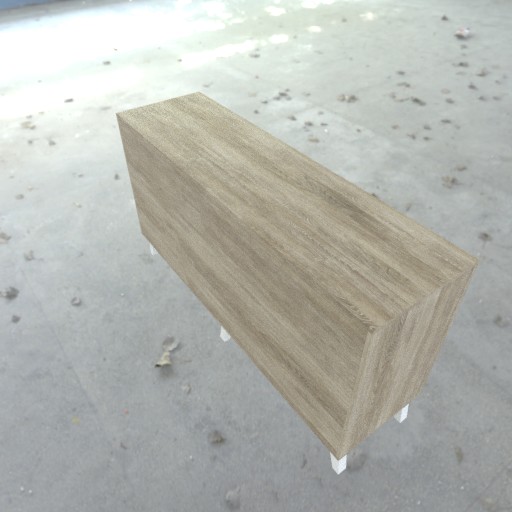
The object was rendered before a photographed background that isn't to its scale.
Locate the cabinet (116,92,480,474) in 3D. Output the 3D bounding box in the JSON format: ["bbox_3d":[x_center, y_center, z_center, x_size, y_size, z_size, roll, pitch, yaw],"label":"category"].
[{"bbox_3d":[0.000,0.000,1.964,0.450,0.870,1.600,-26,47,-26],"label":"cabinet"}]
